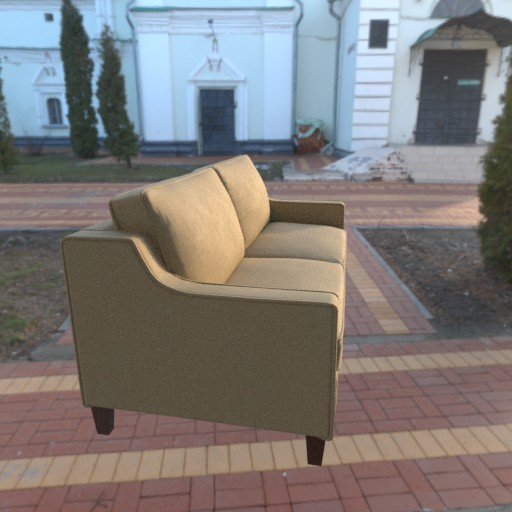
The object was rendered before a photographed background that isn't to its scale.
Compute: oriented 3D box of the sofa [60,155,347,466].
[{"bbox_3d":[0.000,0.000,2.670,1.066,1.071,2.178,3,17,11],"label":"sofa"}]
